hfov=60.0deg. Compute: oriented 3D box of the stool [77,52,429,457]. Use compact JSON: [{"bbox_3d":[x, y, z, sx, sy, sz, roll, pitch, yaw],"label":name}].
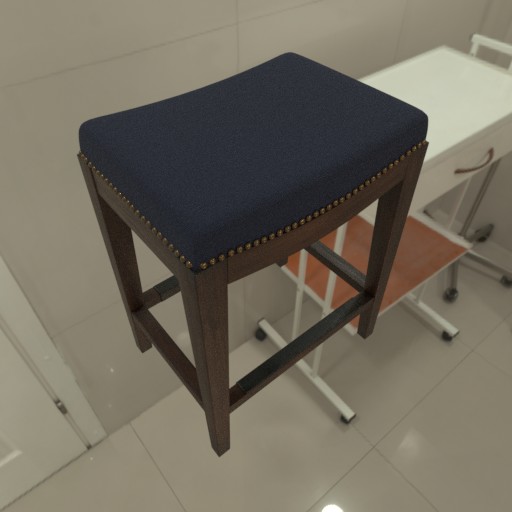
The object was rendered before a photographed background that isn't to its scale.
[{"bbox_3d":[0.000,0.000,0.932,0.500,0.642,0.361,-31,53,-26],"label":"stool"}]
